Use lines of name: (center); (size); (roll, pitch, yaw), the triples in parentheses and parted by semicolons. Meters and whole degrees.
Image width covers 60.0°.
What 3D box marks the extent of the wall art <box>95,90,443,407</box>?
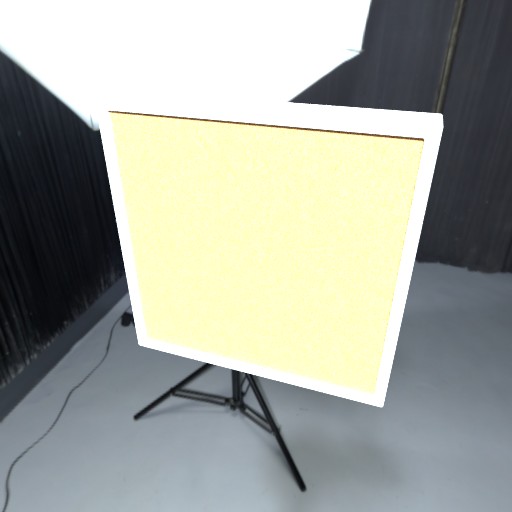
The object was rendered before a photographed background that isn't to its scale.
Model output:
wall art: (0.000, 0.000, 0.462); (0.305, 0.305, 0.038); (10, 32, 16)
